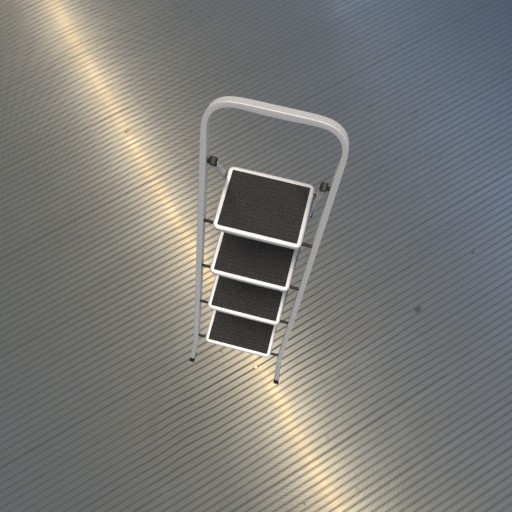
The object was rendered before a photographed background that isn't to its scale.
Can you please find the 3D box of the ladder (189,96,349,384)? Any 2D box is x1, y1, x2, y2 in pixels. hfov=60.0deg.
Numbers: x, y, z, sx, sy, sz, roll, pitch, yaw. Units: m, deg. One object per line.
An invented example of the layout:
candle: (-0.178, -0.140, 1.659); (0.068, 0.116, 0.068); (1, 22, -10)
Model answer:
ladder: (0.000, 0.000, 1.711); (0.460, 1.265, 0.914); (14, 76, 3)
